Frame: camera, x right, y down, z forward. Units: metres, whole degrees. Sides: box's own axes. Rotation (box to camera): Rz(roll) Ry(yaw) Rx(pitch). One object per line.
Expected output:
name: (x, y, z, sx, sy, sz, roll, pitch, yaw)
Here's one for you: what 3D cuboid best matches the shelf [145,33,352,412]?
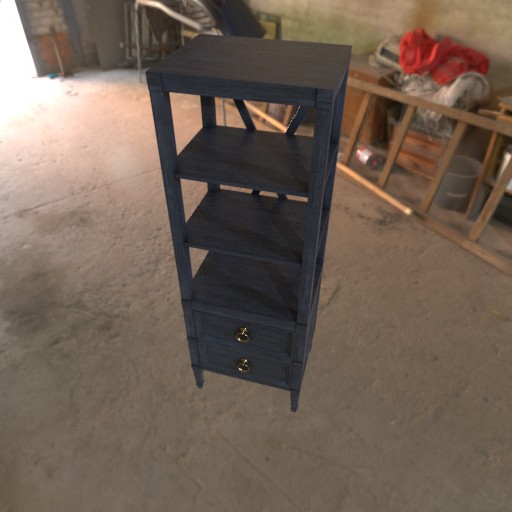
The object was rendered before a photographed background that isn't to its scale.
shelf: (0.000, 0.000, 2.033, 0.584, 1.727, 0.472, 10, 41, 12)
